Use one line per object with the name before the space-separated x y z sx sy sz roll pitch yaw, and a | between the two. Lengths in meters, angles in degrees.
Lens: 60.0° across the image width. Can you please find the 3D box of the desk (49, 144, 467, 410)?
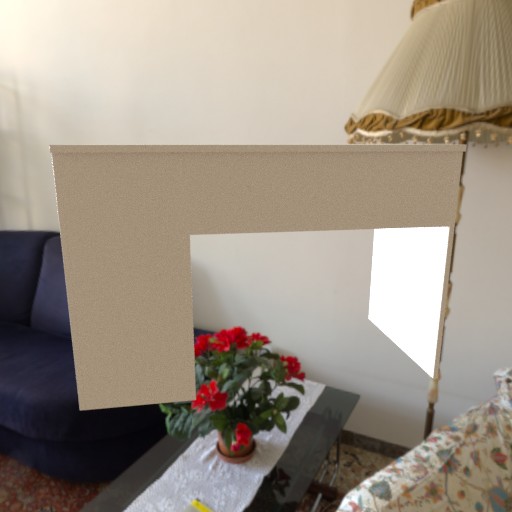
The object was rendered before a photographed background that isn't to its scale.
desk | 0.000 0.000 1.505 1.097 0.735 0.560 -2 14 -9
